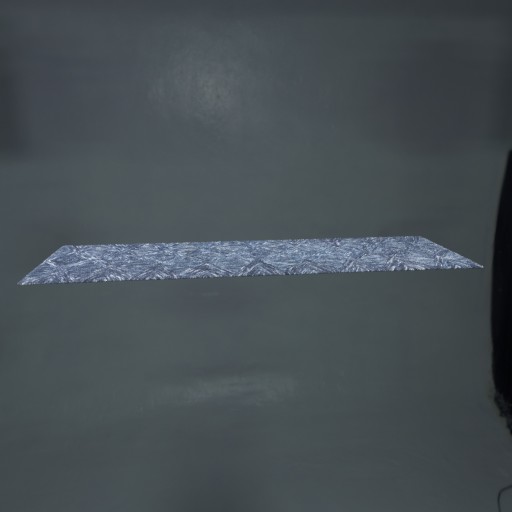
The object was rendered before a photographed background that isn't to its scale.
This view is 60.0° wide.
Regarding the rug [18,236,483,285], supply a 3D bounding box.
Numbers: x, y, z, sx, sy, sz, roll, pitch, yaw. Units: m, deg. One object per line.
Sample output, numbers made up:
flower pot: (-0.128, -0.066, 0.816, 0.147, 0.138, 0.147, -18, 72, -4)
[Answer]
rug: (0.000, 0.000, 2.504, 2.306, 0.013, 0.719, -2, 16, -7)
